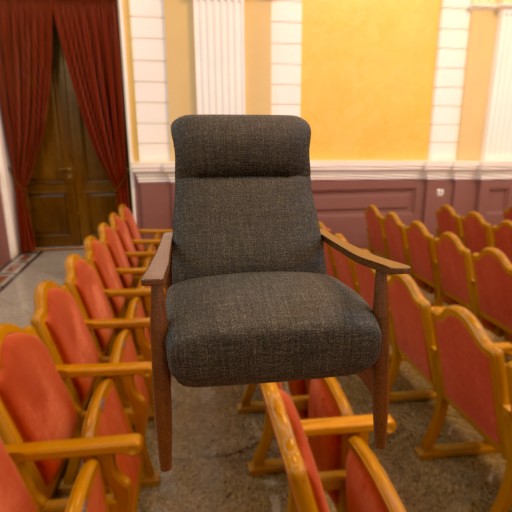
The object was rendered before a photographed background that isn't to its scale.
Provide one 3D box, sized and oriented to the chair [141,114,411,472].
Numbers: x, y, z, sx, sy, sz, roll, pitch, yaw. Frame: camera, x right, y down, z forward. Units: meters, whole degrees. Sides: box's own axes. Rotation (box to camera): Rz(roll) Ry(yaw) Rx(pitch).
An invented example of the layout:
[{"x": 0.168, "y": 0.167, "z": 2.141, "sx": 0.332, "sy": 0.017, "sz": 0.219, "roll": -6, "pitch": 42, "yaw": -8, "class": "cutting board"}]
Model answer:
[{"x": 0.000, "y": 0.000, "z": 1.721, "sx": 0.762, "sy": 1.082, "sz": 1.014, "roll": -2, "pitch": 16, "yaw": -8, "class": "chair"}]
